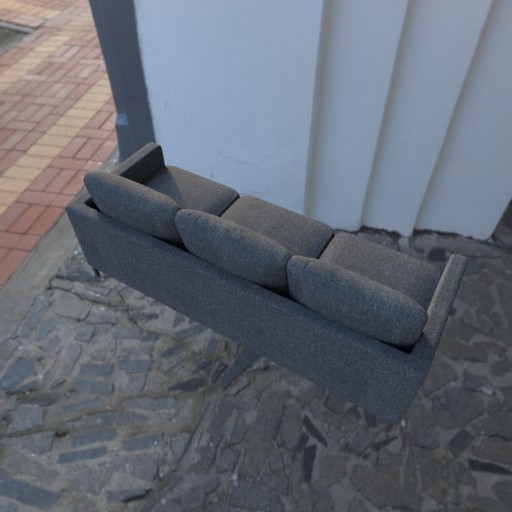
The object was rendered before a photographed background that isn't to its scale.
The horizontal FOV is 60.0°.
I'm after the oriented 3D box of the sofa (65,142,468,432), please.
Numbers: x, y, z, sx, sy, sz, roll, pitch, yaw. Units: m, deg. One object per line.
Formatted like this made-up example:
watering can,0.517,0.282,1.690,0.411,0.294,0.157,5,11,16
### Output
sofa,0.000,0.000,2.708,2.218,0.874,0.859,24,52,20
